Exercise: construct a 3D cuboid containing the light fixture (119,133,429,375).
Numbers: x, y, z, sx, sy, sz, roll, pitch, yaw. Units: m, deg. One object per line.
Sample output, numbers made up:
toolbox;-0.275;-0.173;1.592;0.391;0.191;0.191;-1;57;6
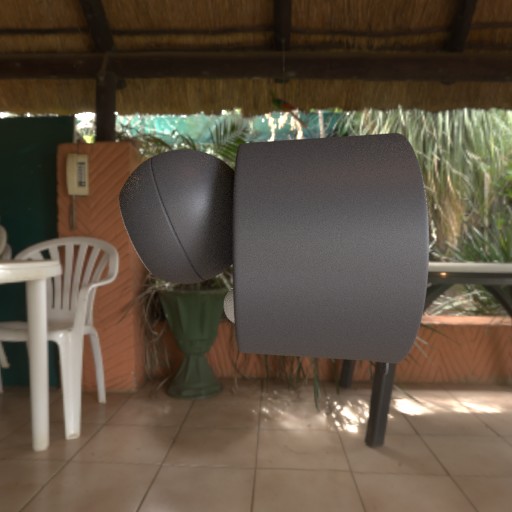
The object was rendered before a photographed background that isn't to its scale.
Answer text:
light fixture;0.000;0.000;0.268;0.160;0.143;0.134;0;1;1
